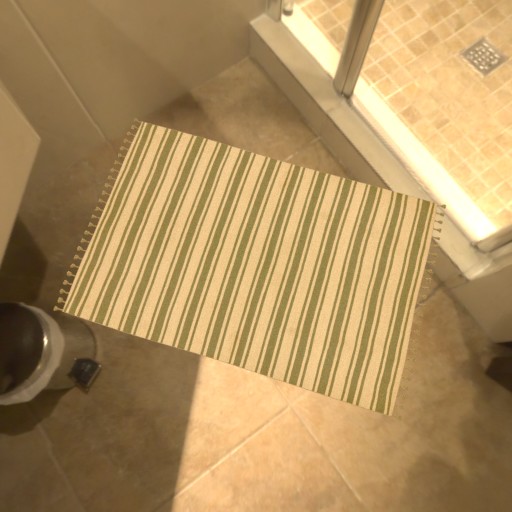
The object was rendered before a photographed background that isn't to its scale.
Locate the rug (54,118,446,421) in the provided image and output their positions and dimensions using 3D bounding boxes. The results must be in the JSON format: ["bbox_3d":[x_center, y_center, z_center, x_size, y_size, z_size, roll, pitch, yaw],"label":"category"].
[{"bbox_3d":[0.000,0.000,3.107,2.435,0.018,1.540,17,76,4],"label":"rug"}]
